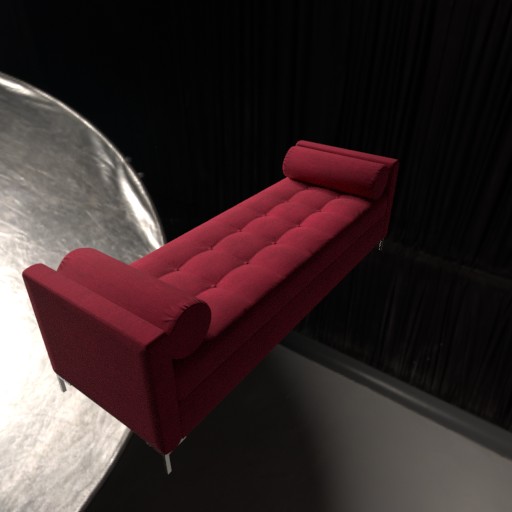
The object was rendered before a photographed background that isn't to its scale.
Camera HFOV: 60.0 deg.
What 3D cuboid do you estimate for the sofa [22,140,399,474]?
[{"bbox_3d":[0.000,0.000,2.271,0.686,0.635,1.981,21,37,30],"label":"sofa"}]
